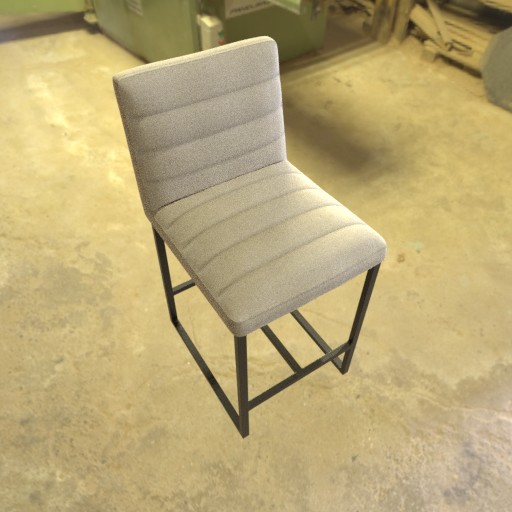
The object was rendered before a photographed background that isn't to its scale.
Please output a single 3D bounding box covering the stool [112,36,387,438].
[{"bbox_3d":[0.000,0.000,1.278,0.459,0.971,0.567,-25,52,-22],"label":"stool"}]
